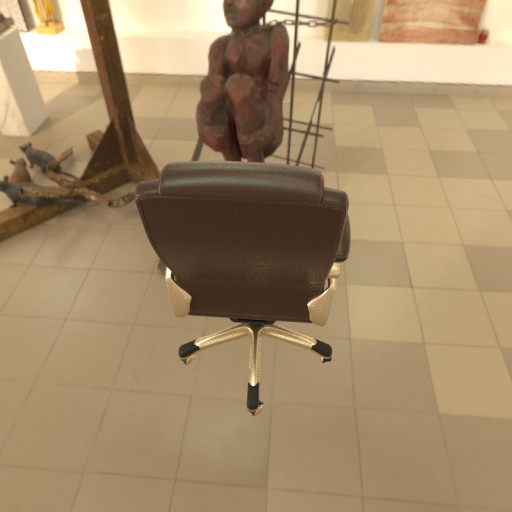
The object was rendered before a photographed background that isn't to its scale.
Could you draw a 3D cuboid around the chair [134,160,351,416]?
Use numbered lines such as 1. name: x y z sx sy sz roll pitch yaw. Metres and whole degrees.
1. chair: 0.000 0.000 1.645 0.692 1.194 0.749 3 45 3
